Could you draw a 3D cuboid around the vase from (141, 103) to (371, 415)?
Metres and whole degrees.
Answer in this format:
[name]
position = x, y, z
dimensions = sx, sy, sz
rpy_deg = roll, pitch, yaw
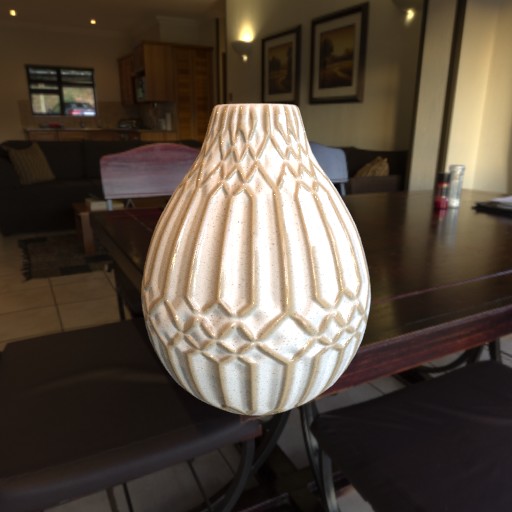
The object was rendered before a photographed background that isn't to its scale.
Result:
[vase]
position = 0.000, 0.000, 0.311
dimensions = 0.159, 0.200, 0.159
rpy_deg = 0, 16, 0
